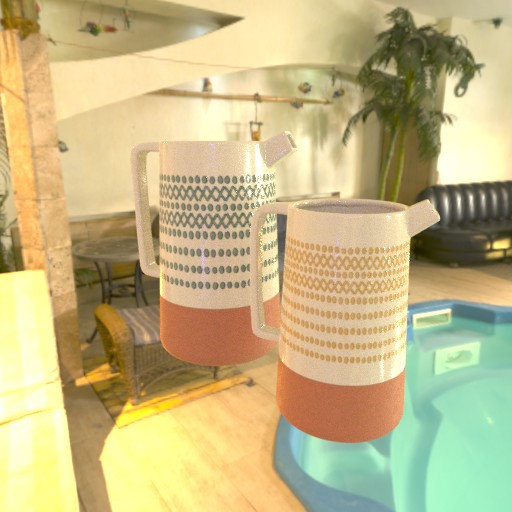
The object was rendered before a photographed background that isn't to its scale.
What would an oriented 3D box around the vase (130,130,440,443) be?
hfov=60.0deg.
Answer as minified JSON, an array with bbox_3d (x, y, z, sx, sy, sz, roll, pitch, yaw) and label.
[{"bbox_3d":[0.000,0.000,0.451,0.168,0.247,0.326,-8,16,-28],"label":"vase"}]
